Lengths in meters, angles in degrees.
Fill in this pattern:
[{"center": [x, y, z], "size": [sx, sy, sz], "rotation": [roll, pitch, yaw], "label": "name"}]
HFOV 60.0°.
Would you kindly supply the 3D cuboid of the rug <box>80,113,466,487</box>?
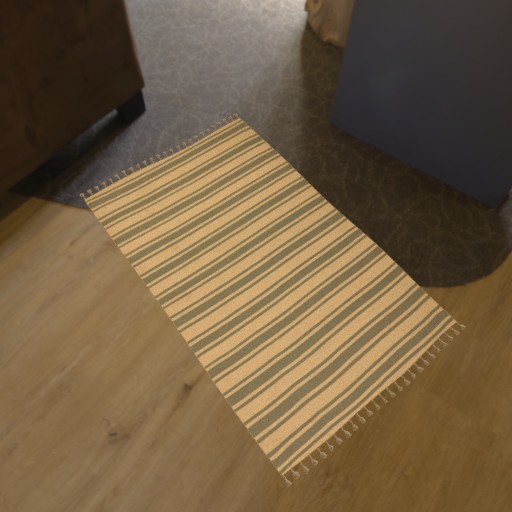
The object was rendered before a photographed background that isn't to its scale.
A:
[{"center": [0.000, 0.000, 2.555], "size": [1.222, 0.009, 2.084], "rotation": [-33, 64, -18], "label": "rug"}]
